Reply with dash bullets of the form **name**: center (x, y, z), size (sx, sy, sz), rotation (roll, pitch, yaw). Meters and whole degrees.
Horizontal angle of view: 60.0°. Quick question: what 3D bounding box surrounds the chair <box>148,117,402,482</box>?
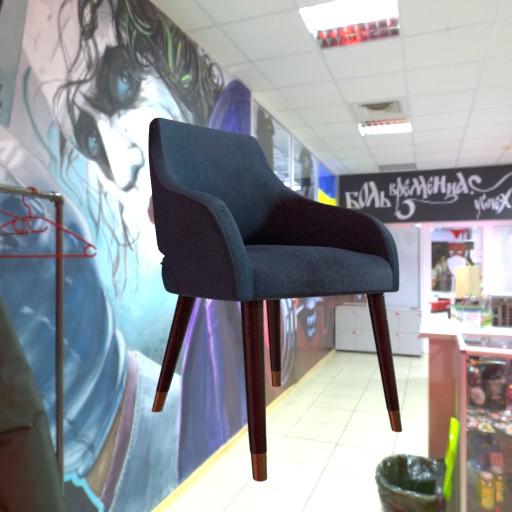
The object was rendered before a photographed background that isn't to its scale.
- **chair**: center (0.000, 0.000, 1.532), size (0.683, 1.081, 0.794), rotation (1, -1, -36)
